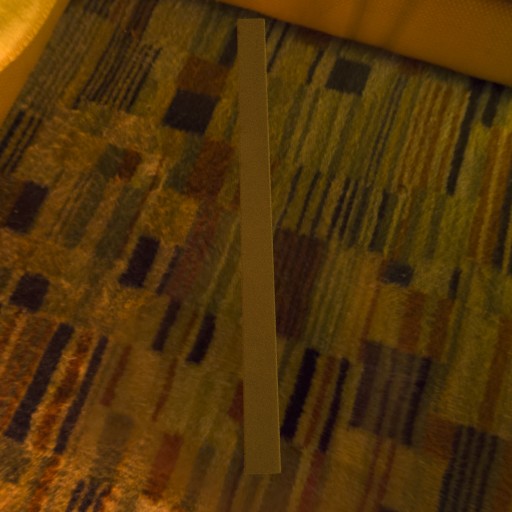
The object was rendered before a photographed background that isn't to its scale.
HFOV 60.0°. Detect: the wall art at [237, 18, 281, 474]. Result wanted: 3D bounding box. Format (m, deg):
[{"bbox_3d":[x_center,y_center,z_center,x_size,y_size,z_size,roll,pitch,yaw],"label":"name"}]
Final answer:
[{"bbox_3d":[0.000,0.000,0.763,0.041,0.407,0.606,-1,75,0],"label":"wall art"}]
